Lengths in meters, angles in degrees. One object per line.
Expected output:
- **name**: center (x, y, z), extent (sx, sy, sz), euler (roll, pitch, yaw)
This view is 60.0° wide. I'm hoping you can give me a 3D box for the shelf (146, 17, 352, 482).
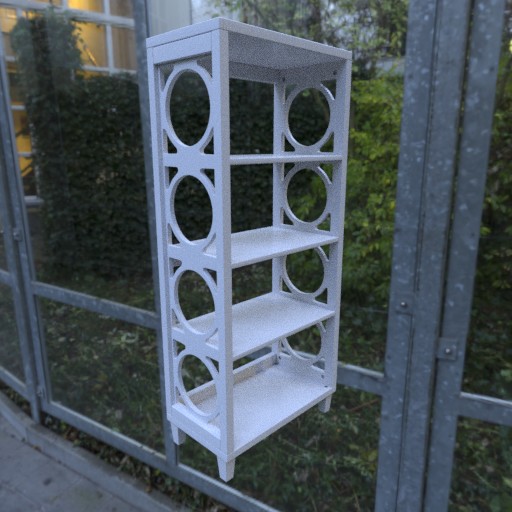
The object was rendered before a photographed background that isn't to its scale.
- **shelf**: center (0.000, 0.000, 1.613), extent (0.340, 1.411, 0.611), euler (13, 19, 43)
